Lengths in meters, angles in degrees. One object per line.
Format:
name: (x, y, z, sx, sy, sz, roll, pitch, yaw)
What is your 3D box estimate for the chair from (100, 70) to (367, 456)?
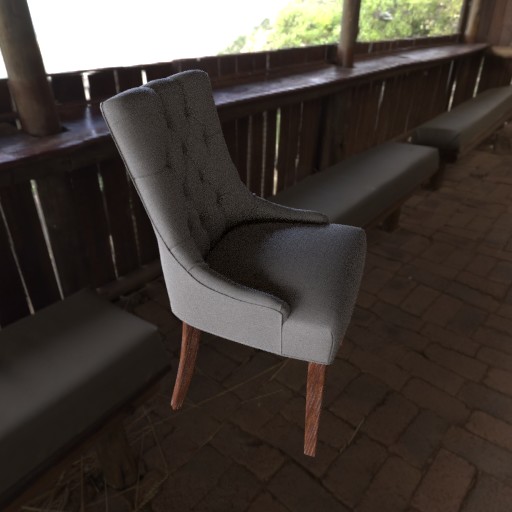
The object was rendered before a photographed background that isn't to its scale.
chair: (0.000, 0.000, 1.201, 0.565, 0.874, 0.509, 10, 32, 16)
